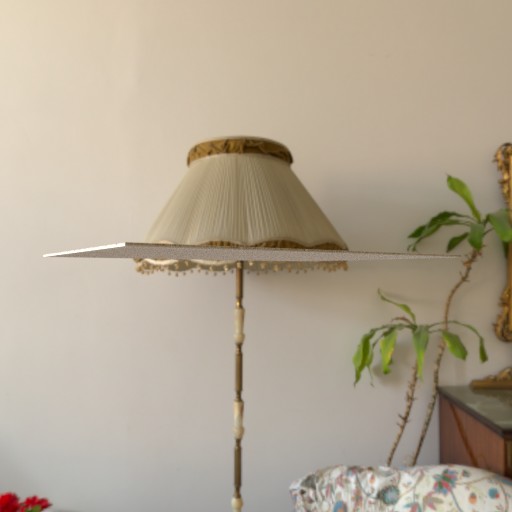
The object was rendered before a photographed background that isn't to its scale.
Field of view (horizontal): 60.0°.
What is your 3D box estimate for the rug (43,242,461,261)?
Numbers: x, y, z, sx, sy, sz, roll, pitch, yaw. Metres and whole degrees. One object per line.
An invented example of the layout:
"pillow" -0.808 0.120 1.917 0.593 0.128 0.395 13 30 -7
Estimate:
"rug" 0.000 0.000 2.905 2.280 0.015 1.521 1 -2 -36
